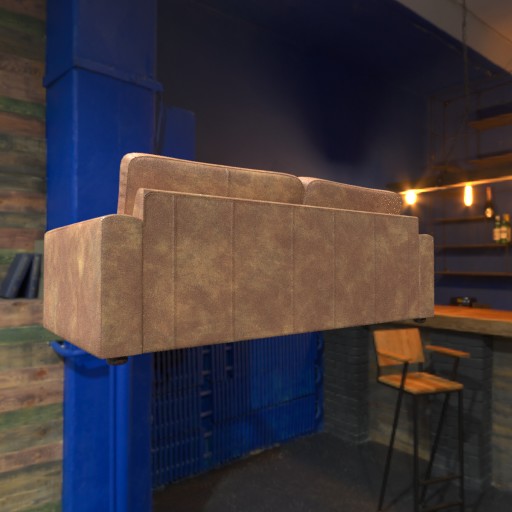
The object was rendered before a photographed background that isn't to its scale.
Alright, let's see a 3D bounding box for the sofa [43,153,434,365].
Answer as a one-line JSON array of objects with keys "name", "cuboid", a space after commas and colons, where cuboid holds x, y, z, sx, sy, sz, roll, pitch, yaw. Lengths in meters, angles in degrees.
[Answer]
[{"name": "sofa", "cuboid": [0.000, 0.000, 2.674, 2.179, 0.873, 1.016, 1, -1, -37]}]
